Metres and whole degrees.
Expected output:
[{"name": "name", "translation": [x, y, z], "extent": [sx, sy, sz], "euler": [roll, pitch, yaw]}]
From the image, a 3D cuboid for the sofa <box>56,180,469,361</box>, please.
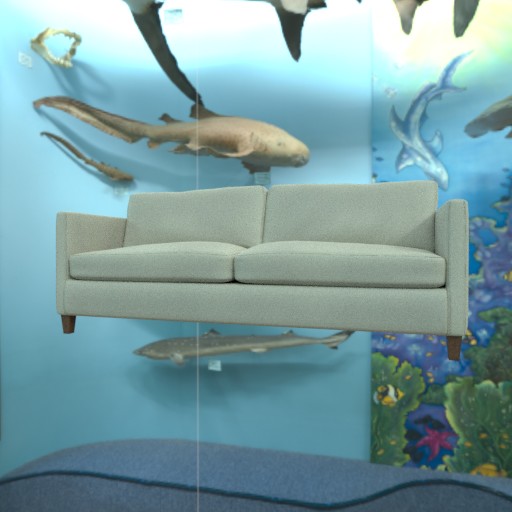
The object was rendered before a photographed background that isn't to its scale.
[{"name": "sofa", "translation": [0.000, 0.000, 2.828], "extent": [2.361, 0.968, 0.951], "euler": [0, 1, 18]}]
